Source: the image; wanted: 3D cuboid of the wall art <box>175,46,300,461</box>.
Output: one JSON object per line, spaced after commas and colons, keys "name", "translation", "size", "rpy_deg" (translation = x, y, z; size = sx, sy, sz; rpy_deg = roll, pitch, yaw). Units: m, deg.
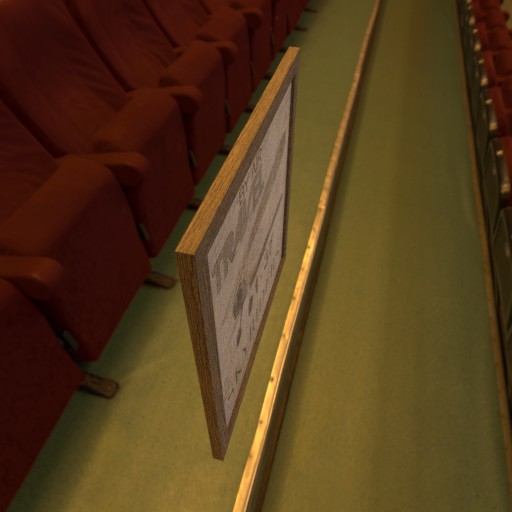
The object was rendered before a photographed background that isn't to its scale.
{"name": "wall art", "translation": [0.000, 0.000, 0.758], "size": [0.019, 0.508, 0.508], "rpy_deg": [11, 47, 10]}
